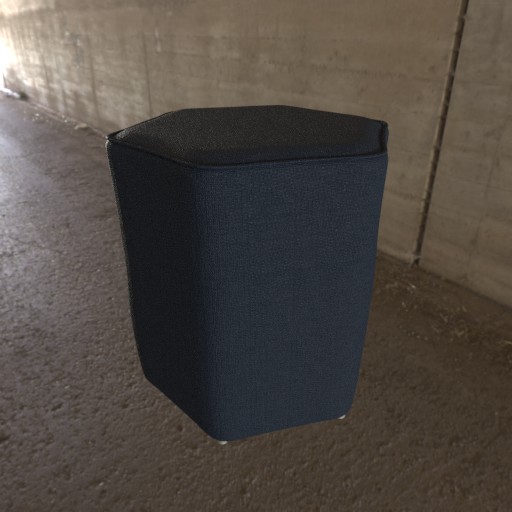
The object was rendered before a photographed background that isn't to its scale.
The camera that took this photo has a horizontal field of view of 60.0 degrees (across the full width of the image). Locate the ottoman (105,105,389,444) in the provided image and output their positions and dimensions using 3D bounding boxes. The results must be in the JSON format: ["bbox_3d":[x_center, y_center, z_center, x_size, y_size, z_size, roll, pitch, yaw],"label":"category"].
[{"bbox_3d":[0.000,0.000,0.858,0.454,0.505,0.492,9,28,17],"label":"ottoman"}]
